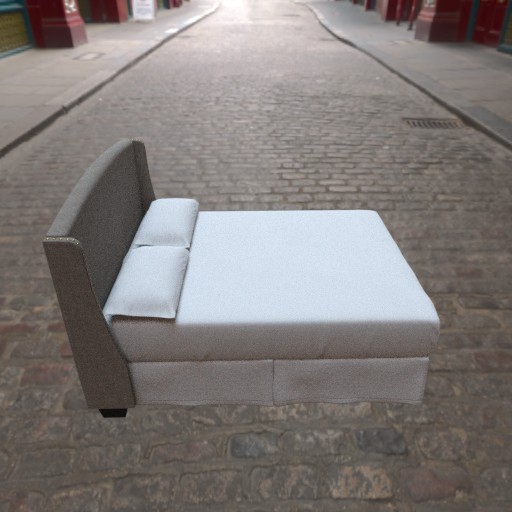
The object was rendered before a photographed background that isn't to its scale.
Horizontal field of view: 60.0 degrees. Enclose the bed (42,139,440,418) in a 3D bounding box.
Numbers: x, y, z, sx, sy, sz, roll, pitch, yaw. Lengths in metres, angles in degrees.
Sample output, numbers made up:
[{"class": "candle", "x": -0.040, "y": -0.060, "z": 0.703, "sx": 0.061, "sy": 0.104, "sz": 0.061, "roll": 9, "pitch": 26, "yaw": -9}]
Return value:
[{"class": "bed", "x": 0.000, "y": 0.000, "z": 3.264, "sx": 2.237, "sy": 1.407, "sz": 1.710, "roll": -1, "pitch": 31, "yaw": -1}]
